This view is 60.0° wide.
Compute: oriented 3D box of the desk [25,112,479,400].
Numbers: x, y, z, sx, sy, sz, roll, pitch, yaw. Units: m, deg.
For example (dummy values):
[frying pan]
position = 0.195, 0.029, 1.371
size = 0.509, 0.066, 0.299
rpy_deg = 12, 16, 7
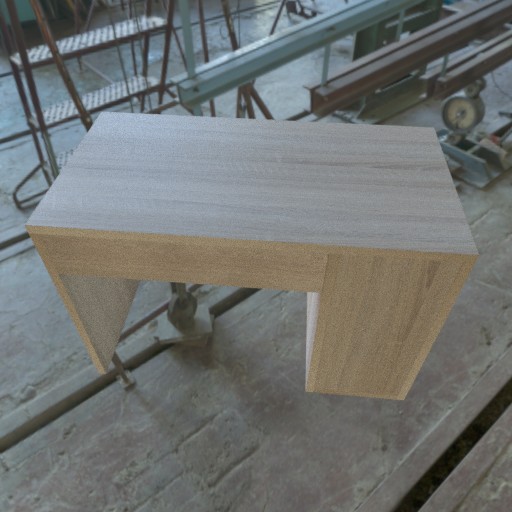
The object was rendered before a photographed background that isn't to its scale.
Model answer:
[desk]
position = 0.000, 0.000, 1.536
size = 1.100, 0.731, 0.600
rpy_deg = 4, 46, 4
